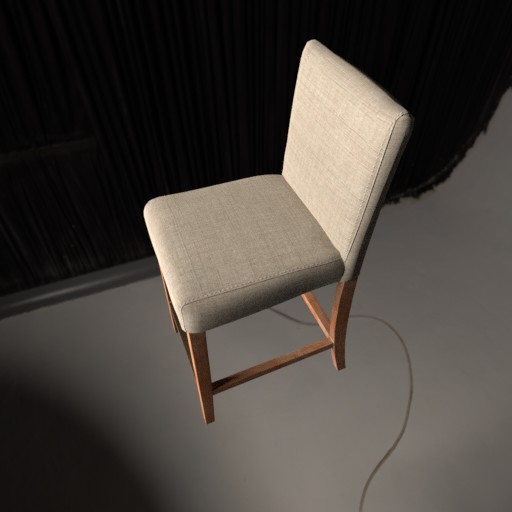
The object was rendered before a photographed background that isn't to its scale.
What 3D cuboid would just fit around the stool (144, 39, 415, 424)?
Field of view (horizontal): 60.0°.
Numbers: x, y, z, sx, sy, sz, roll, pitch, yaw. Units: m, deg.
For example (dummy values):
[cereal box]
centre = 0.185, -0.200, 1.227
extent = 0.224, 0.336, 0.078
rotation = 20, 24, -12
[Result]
[stool]
centre = 0.000, 0.000, 1.332
extent = 0.567, 1.039, 0.454
rotation = -17, 49, -15
